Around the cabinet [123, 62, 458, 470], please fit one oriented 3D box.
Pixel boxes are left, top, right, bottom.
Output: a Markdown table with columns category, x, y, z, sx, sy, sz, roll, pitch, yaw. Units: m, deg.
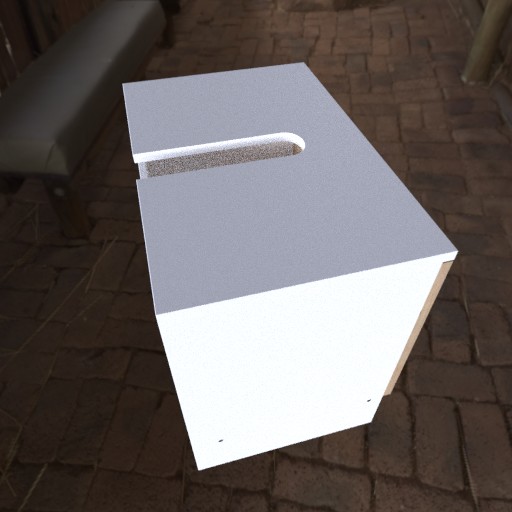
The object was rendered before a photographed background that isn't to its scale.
| category | x | y | z | sx | sy | sz | roll | pitch | yaw |
| --- | --- | --- | --- | --- | --- | --- | --- | --- | --- |
| cabinet | 0.000 | 0.000 | 0.929 | 0.400 | 0.522 | 0.600 | -11 | 47 | -10 |
